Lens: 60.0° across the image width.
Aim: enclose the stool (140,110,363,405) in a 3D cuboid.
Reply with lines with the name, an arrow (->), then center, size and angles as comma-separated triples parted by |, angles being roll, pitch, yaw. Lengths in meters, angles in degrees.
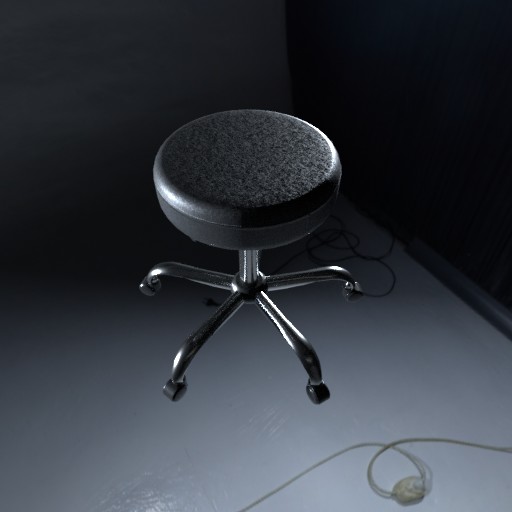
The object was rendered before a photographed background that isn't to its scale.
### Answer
stool -> 0.000, 0.000, 1.130 | 0.673, 0.576, 0.638 | -26, 52, -22
